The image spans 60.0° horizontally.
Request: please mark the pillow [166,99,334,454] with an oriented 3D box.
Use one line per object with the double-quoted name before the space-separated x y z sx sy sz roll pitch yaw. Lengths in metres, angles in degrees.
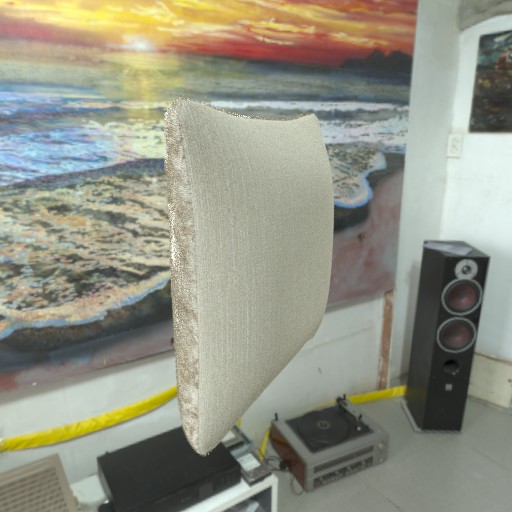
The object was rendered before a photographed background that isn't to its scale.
"pillow" 0.000 0.000 0.816 0.216 0.525 0.538 7 17 25
